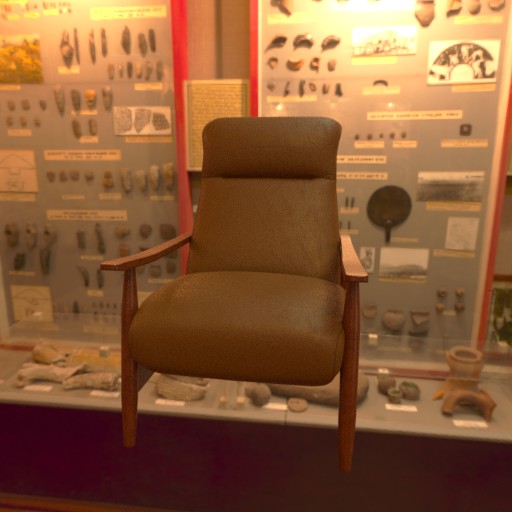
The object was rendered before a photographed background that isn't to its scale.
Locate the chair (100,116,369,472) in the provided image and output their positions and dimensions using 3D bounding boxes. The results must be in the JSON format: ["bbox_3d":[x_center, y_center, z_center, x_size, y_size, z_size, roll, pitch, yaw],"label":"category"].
[{"bbox_3d":[0.000,0.000,1.723,0.762,1.082,1.014,2,15,9],"label":"chair"}]
